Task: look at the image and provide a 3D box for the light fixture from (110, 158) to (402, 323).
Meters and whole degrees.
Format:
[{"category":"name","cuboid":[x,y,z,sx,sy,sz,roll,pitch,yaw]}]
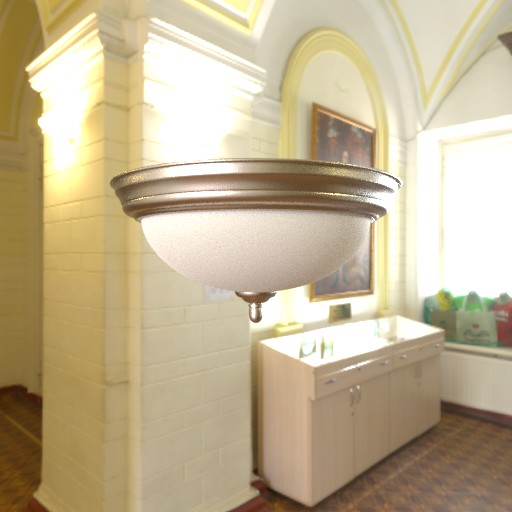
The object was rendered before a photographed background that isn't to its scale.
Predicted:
[{"category":"light fixture","cuboid":[0.000,0.000,0.447,0.280,0.135,0.280,0,0,0]}]
